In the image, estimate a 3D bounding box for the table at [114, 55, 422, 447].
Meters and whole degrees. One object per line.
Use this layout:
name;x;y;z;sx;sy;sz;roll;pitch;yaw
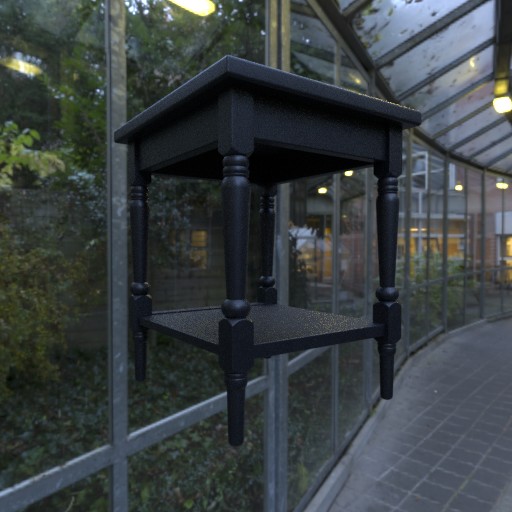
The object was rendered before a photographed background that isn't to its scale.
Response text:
table;0.000;0.000;0.934;0.442;0.565;0.488;-1;1;-35
